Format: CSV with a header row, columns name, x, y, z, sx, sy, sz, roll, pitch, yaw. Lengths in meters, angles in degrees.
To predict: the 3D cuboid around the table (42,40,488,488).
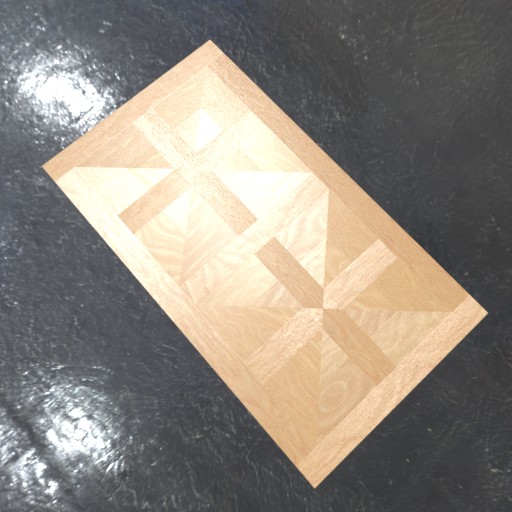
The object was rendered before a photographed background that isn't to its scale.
name,x,y,z,sx,sy,sz,roll,pitch,yaw
table,0.000,0.000,1.614,0.711,0.507,1.270,-41,80,-9
